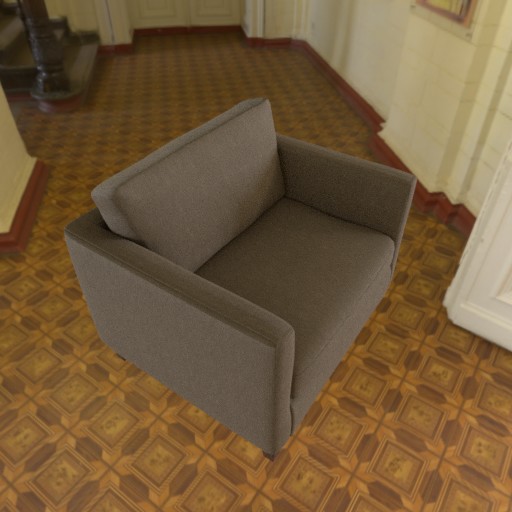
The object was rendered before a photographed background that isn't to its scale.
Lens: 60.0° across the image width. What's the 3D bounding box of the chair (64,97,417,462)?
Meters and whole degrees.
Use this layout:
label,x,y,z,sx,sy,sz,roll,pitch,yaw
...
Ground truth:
label,x,y,z,sx,sy,sz,roll,pitch,yaw
chair,0.000,0.000,1.865,0.959,0.963,1.107,24,46,26
